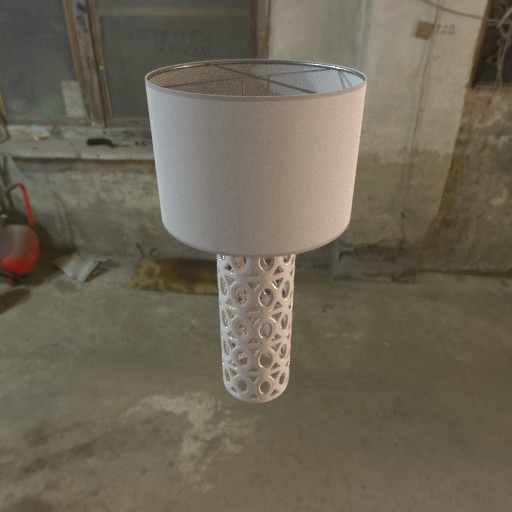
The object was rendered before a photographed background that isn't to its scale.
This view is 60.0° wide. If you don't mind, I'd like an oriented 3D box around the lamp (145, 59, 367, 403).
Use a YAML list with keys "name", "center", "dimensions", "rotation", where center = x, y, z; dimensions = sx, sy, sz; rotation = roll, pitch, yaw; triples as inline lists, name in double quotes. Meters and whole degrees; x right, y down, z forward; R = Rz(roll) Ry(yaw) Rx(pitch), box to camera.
- name: "lamp"
  center: [0.000, 0.000, 0.827]
  dimensions: [0.325, 0.636, 0.324]
  rotation: [-18, 35, -27]
